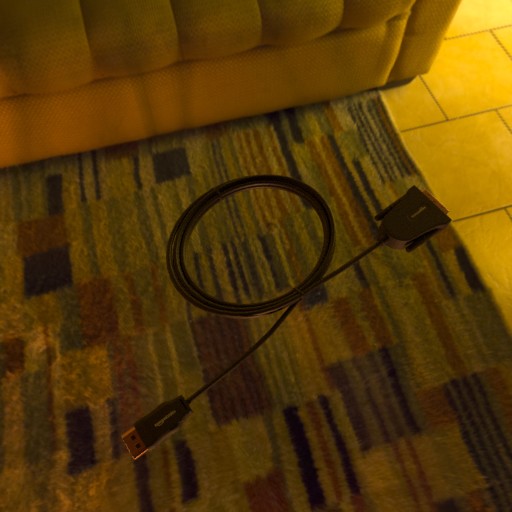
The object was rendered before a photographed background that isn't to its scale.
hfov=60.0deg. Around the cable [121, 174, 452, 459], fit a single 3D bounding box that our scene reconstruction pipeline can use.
[{"bbox_3d":[0.000,0.000,0.328,0.281,0.015,0.136,-34,69,-15],"label":"cable"}]
